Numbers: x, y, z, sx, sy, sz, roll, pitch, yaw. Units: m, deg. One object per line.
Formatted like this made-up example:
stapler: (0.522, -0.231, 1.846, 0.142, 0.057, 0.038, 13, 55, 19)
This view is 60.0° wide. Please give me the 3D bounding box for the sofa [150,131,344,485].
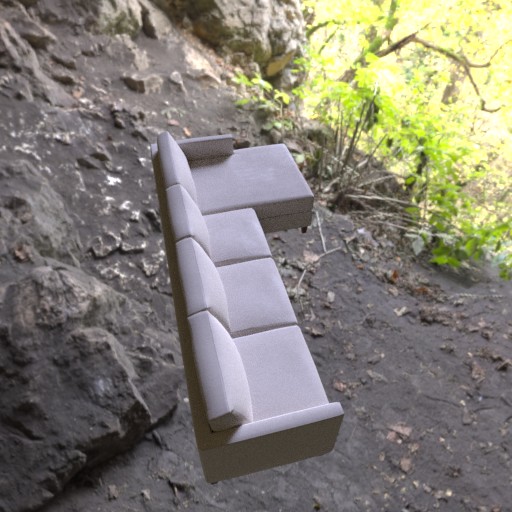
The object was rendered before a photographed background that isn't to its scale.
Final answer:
sofa: (0.000, 0.000, 4.096, 1.599, 0.954, 3.471, -10, 47, -10)
